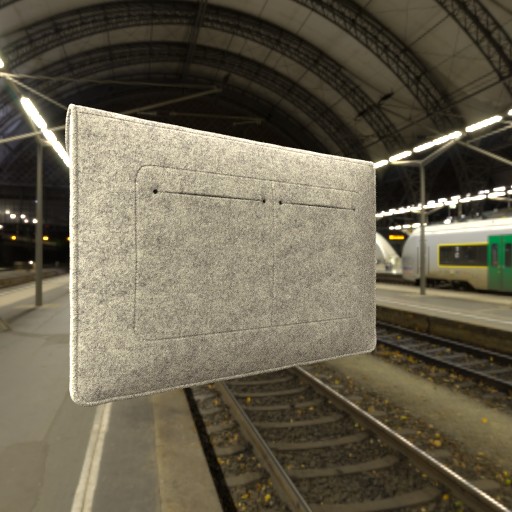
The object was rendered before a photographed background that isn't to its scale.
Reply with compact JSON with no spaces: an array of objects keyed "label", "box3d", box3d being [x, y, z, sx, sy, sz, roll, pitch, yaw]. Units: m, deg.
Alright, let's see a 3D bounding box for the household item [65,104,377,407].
[{"label":"household item","box3d":[0.000,0.000,0.420,0.335,0.221,0.057,0,0,-36]}]
